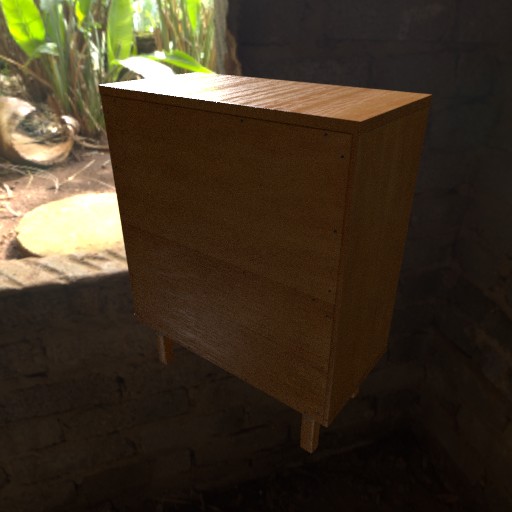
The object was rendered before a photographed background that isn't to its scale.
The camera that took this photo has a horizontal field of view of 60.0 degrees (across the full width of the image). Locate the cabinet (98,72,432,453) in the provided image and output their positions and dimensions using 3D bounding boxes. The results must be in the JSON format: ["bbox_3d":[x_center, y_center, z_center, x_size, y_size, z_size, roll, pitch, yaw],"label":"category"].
[{"bbox_3d":[0.000,0.000,1.407,0.800,1.001,0.419,20,34,32],"label":"cabinet"}]
